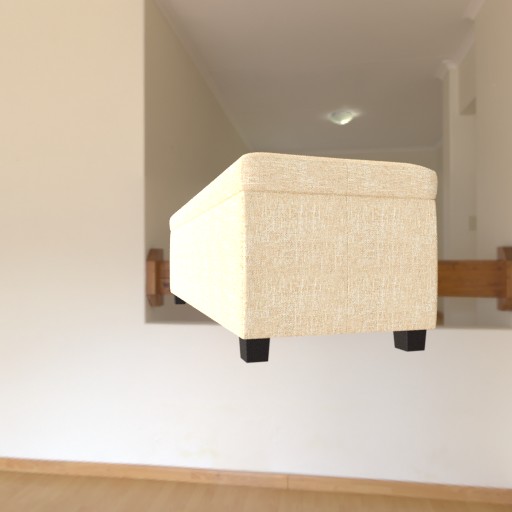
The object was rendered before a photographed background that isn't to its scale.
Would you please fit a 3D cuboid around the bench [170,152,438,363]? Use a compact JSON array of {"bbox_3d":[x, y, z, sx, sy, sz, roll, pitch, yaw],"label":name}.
[{"bbox_3d":[0.000,0.000,1.434,0.432,0.406,1.219,0,0,-17],"label":"bench"}]
